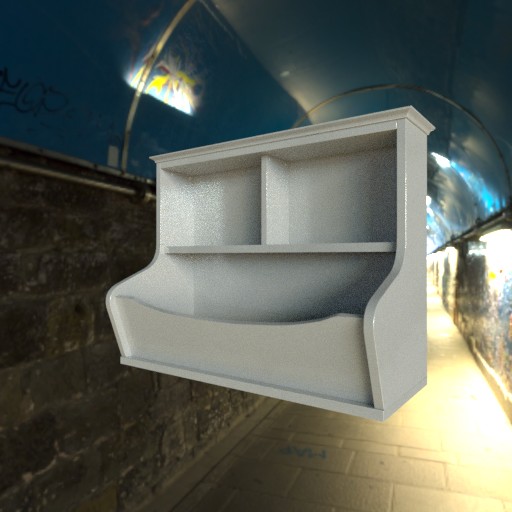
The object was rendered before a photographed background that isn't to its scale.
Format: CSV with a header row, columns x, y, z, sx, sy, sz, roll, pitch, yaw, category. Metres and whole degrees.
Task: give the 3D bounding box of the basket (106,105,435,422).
x,y,z,sx,sy,sz,roll,pitch,yaw,category
0.000,0.000,1.121,0.780,0.600,0.350,0,0,36,basket
